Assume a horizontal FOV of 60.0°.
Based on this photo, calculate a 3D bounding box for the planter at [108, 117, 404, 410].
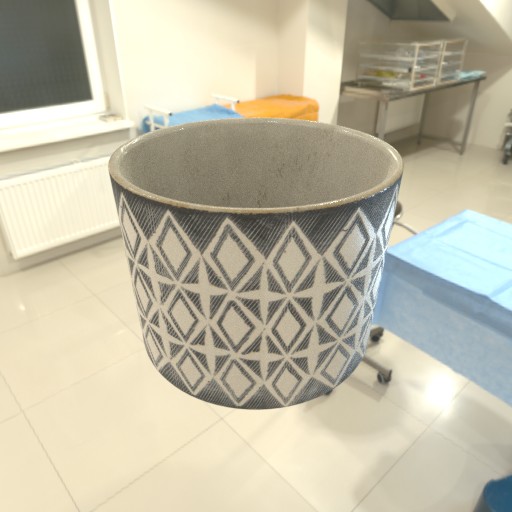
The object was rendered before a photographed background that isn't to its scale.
[{"bbox_3d":[0.000,0.000,0.341,0.192,0.165,0.192,0,31,0],"label":"planter"}]
